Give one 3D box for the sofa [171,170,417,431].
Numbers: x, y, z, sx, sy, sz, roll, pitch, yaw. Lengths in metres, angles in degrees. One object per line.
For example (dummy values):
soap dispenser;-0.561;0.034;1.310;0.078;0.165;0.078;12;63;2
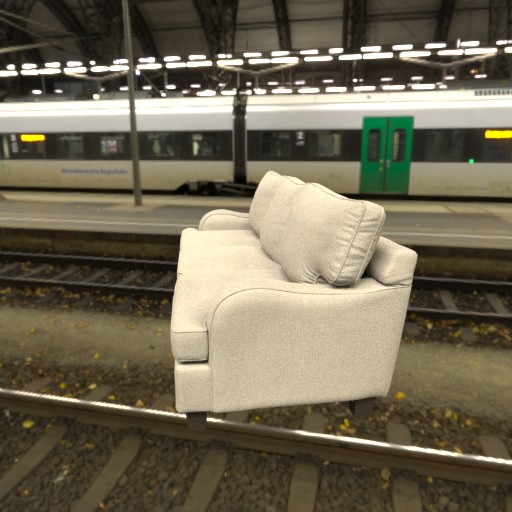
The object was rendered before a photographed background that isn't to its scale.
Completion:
sofa;0.000;0.000;2.889;1.016;0.991;2.323;-2;14;-8
